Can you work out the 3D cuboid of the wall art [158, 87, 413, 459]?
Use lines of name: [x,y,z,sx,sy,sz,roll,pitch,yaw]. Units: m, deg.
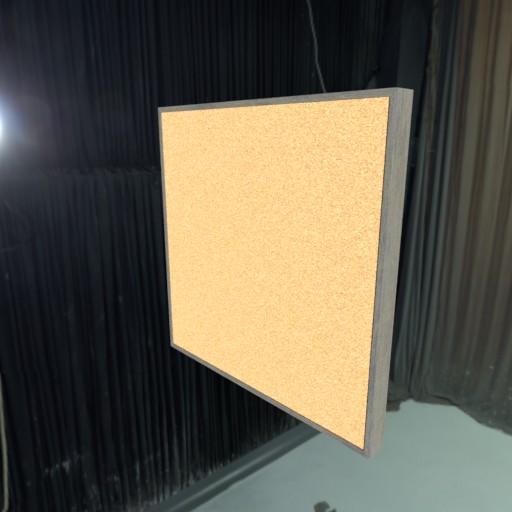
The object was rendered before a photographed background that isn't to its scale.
wall art: [0.000,0.000,0.765,0.037,0.507,0.507,-14,21,-43]
